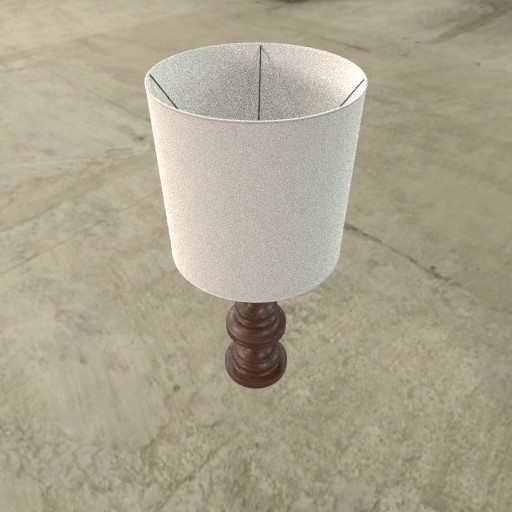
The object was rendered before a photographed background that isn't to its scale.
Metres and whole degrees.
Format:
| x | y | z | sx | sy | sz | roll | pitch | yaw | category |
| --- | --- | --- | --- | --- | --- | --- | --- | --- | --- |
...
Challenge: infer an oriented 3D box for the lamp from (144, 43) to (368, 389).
| x | y | z | sx | sy | sz | roll | pitch | yaw | category |
| --- | --- | --- | --- | --- | --- | --- | --- | --- | --- |
| 0.000 | 0.000 | 0.570 | 0.208 | 0.455 | 0.208 | -11 | 42 | -13 | lamp |
